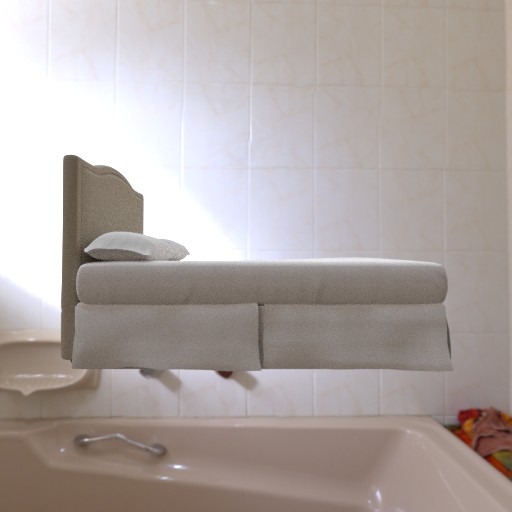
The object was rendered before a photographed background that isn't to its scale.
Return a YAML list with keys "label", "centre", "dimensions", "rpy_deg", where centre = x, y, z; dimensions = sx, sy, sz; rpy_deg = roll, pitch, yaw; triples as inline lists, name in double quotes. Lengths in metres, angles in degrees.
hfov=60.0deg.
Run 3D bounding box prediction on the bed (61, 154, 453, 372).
- label: "bed"
  centre: [0.000, 0.000, 3.656]
  dimensions: [2.477, 1.437, 1.977]
  rpy_deg: [0, -1, 0]
